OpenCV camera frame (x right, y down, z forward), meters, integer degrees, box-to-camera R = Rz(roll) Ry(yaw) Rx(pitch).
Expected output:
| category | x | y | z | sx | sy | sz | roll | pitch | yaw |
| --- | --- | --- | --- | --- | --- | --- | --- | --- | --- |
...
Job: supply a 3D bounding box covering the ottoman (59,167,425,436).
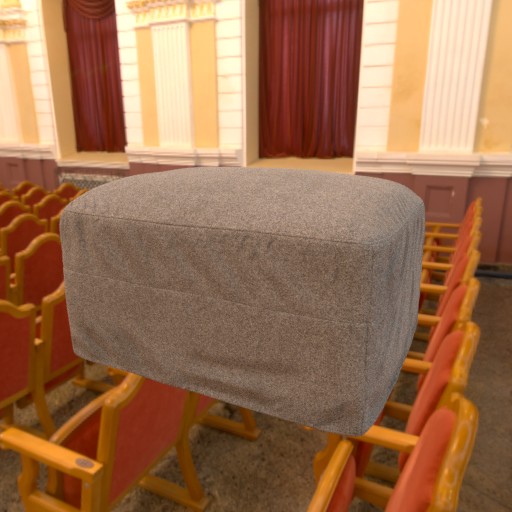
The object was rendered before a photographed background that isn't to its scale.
| category | x | y | z | sx | sy | sz | roll | pitch | yaw |
| --- | --- | --- | --- | --- | --- | --- | --- | --- | --- |
| ottoman | 0.000 | 0.000 | 1.236 | 0.837 | 0.481 | 0.683 | 8 | 18 | 26 |
